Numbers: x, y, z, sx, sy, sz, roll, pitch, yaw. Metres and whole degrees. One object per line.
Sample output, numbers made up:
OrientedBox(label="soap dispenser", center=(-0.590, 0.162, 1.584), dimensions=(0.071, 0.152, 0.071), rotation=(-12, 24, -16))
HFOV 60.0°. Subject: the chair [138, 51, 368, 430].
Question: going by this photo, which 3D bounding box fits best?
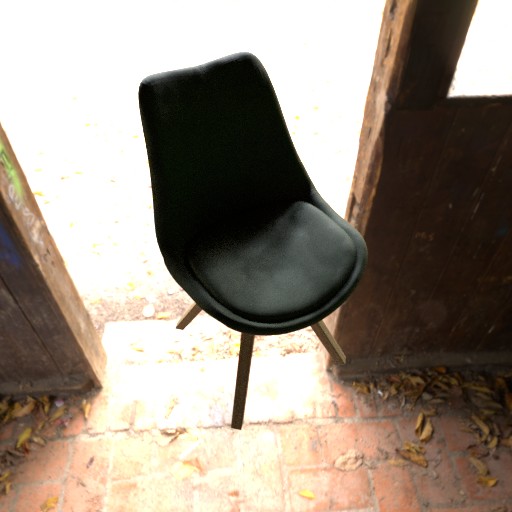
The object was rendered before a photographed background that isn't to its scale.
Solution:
OrientedBox(label="chair", center=(0.000, 0.000, 1.203), dimensions=(0.483, 0.865, 0.547), rotation=(-25, 51, -22))
